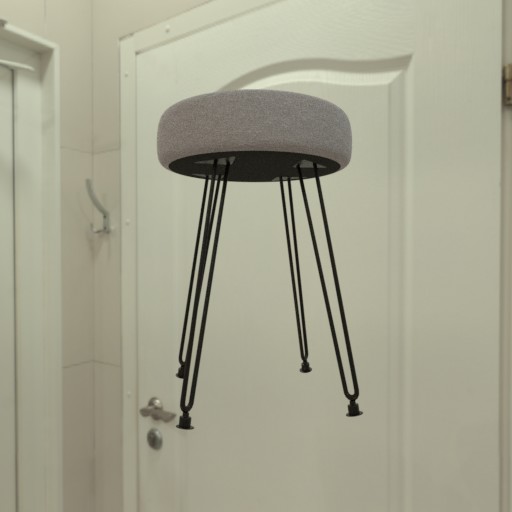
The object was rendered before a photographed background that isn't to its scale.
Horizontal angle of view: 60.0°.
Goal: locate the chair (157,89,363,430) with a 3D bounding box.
[{"bbox_3d":[0.000,0.000,0.700,0.350,0.440,0.350,1,1,34],"label":"chair"}]
